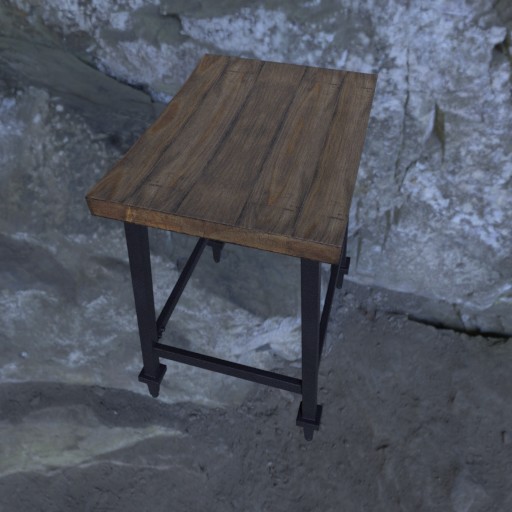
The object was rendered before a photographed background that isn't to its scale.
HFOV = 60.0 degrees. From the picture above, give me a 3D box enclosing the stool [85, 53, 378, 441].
[{"bbox_3d":[0.000,0.000,0.946,0.405,0.625,0.486,12,48,11],"label":"stool"}]
